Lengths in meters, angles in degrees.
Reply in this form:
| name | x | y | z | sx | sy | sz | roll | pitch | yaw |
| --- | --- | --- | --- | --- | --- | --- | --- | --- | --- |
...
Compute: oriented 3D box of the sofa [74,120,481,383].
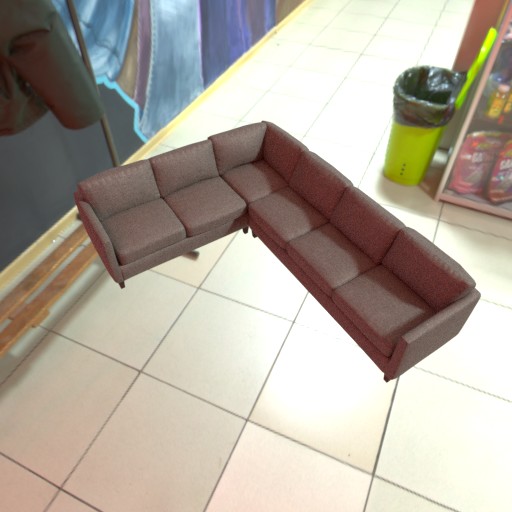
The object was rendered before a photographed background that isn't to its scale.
| name | x | y | z | sx | sy | sz | roll | pitch | yaw |
| --- | --- | --- | --- | --- | --- | --- | --- | --- | --- |
| sofa | 0.000 | 0.000 | 4.423 | 2.593 | 0.947 | 3.302 | -25 | 52 | -22 |
